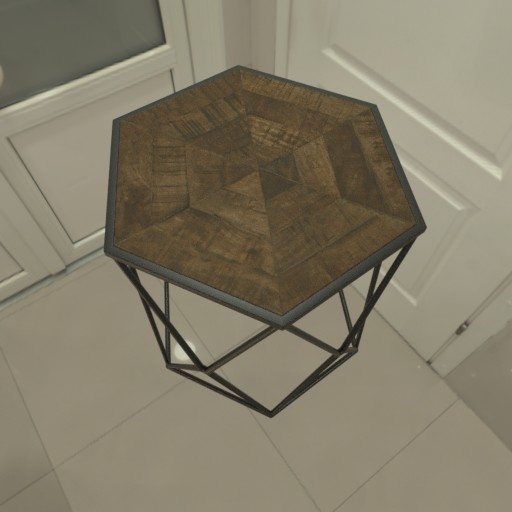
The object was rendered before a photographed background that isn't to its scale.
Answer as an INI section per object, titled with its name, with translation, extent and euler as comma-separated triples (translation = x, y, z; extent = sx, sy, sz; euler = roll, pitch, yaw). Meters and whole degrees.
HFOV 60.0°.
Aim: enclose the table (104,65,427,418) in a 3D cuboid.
[table]
translation = 0.000, 0.000, 1.005
extent = 0.578, 0.564, 0.579
euler = -32, 63, -19
